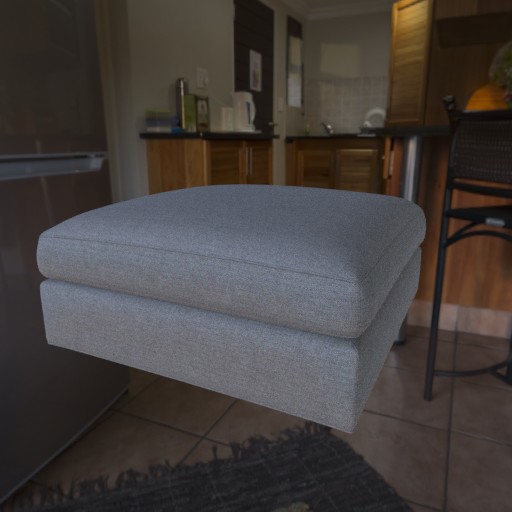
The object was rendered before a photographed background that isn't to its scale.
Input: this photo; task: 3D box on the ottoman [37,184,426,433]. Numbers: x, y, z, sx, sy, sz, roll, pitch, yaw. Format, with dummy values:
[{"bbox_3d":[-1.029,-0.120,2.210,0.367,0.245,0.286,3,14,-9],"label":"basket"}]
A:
[{"bbox_3d":[0.000,0.000,1.603,1.041,0.470,1.041,8,17,26],"label":"ottoman"}]
